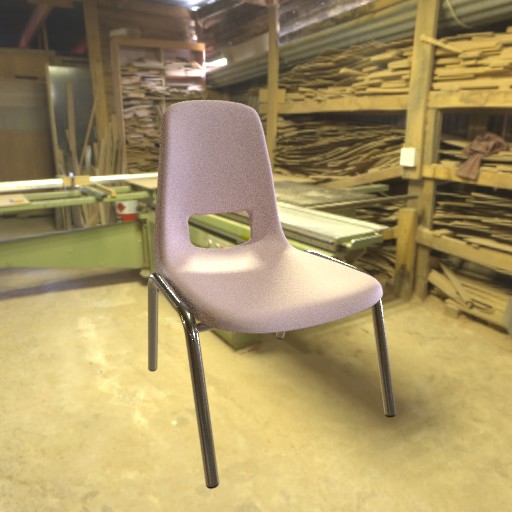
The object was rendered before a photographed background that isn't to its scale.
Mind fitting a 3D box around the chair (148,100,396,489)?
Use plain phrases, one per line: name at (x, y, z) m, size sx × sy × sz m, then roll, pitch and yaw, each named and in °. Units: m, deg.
chair at (0.000, 0.000, 0.780) m, size 0.354 × 0.537 × 0.385 m, roll -8°, pitch 18°, yaw -27°
